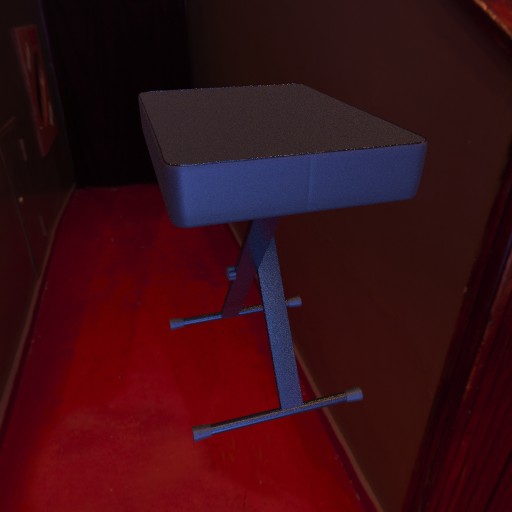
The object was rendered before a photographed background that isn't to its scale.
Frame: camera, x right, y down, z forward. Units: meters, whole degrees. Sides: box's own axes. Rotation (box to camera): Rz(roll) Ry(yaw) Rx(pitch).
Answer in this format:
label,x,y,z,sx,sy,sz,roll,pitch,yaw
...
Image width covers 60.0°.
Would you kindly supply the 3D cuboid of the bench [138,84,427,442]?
label,x,y,z,sx,sy,sz,roll,pitch,yaw
bench,0.000,0.000,0.788,0.321,0.500,0.424,-9,31,-14
